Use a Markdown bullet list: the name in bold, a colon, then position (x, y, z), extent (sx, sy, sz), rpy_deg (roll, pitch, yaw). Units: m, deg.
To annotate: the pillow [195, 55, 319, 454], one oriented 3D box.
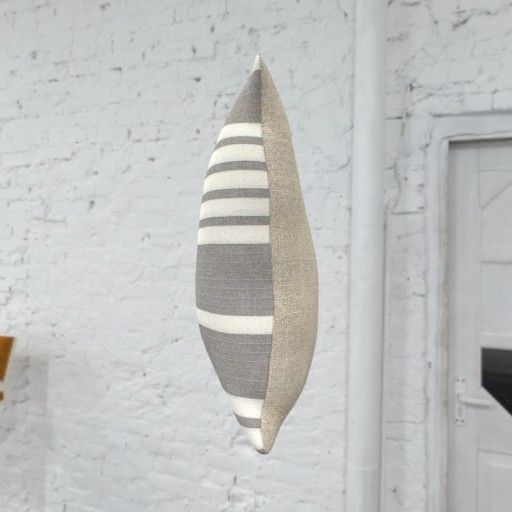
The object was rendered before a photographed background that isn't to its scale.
- **pillow**: position (0.000, 0.000, 0.686), extent (0.182, 0.440, 0.439), rpy_deg (0, 0, 0)
